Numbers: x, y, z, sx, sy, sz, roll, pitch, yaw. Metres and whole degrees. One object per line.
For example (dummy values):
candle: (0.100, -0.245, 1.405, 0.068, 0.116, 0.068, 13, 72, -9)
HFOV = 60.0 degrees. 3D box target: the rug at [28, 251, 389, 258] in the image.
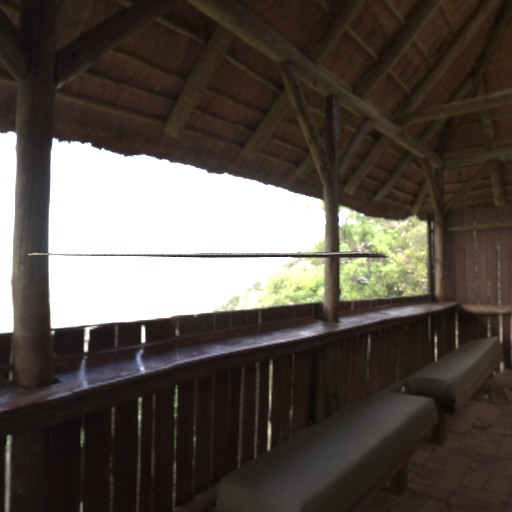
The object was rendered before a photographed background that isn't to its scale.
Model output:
rug: (0.000, 0.000, 4.354, 2.443, 0.024, 3.228, 0, -1, 18)
